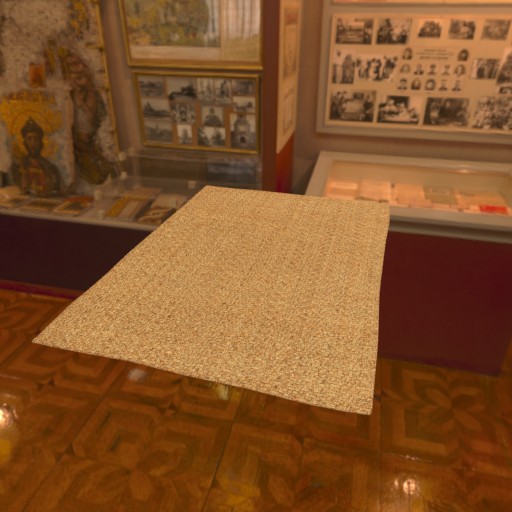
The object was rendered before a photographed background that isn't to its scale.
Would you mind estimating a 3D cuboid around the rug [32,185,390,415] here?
[{"bbox_3d":[0.000,0.000,2.744,1.566,0.013,2.141,8,30,14],"label":"rug"}]
